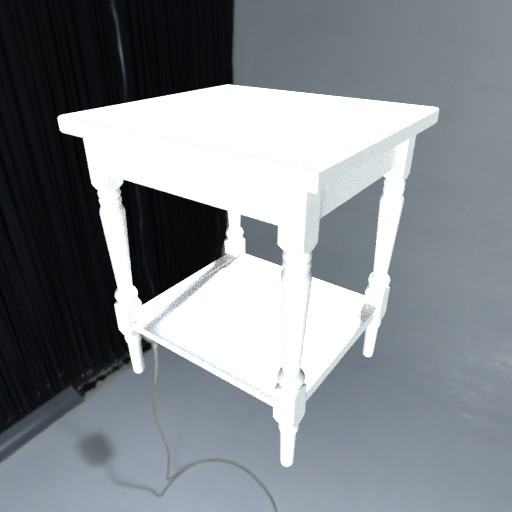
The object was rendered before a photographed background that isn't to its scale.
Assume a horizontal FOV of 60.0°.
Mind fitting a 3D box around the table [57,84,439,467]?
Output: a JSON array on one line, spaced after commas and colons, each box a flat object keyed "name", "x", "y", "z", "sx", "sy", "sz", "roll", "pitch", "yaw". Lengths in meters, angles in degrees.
[{"name": "table", "x": 0.000, "y": 0.000, "z": 0.893, "sx": 0.488, "sy": 0.565, "sz": 0.442, "roll": 19, "pitch": 34, "yaw": 31}]
